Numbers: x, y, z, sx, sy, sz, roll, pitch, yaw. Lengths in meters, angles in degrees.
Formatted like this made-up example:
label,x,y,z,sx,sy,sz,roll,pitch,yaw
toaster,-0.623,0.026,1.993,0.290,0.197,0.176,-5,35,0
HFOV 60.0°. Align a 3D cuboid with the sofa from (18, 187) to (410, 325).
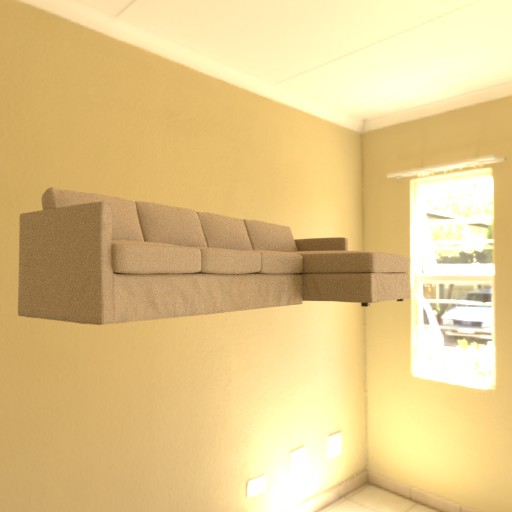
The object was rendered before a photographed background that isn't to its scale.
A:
label,x,y,z,sx,sy,sz,roll,pitch,yaw
sofa,0.000,0.000,3.755,1.622,0.867,3.177,-2,-3,36
